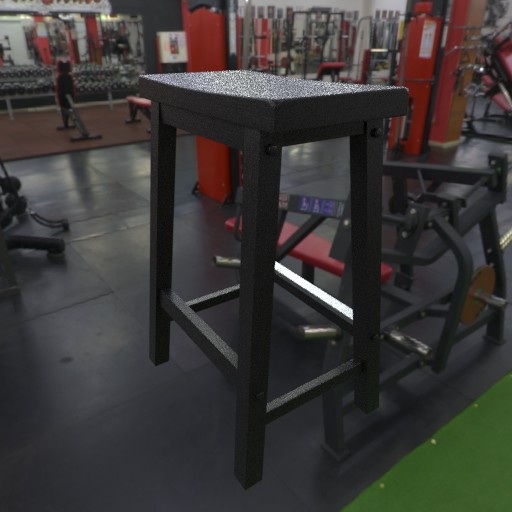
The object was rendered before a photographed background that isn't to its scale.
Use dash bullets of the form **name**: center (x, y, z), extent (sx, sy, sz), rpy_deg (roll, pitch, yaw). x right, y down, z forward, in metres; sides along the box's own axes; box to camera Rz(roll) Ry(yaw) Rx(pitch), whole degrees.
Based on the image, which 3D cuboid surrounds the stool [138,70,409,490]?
- **stool**: center (0.000, 0.000, 0.825), extent (0.322, 0.610, 0.406), rpy_deg (-17, 31, -30)
